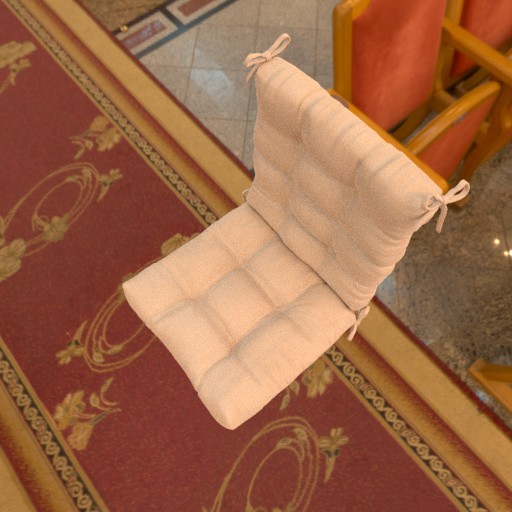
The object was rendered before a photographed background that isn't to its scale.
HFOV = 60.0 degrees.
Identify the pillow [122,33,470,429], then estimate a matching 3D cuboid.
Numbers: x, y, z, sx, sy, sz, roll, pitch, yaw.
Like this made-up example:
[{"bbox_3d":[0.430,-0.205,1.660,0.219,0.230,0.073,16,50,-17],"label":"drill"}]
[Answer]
[{"bbox_3d":[0.000,0.000,1.004,0.571,0.605,0.519,-37,70,-16],"label":"pillow"}]
